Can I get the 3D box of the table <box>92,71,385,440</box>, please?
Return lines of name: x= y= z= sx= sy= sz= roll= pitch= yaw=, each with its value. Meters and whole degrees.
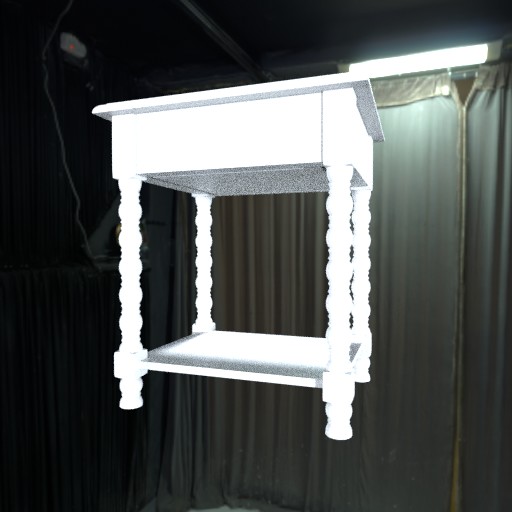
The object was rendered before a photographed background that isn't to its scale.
table: x=0.000 y=0.000 z=0.865 sx=0.460 sy=0.531 sz=0.381 roll=0 pitch=1 yaw=19
